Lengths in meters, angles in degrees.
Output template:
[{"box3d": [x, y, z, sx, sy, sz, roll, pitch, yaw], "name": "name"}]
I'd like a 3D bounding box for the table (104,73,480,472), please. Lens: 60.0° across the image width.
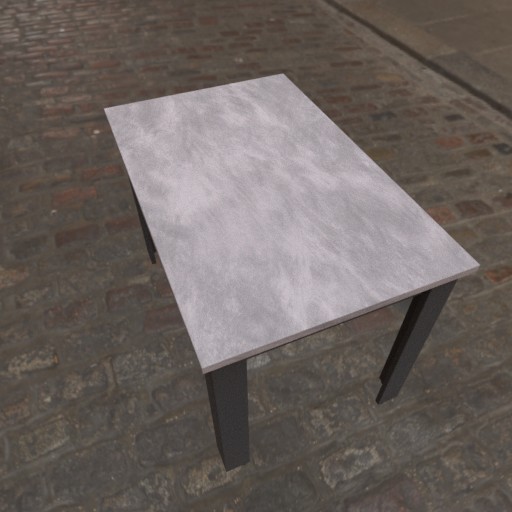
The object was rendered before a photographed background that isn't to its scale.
[{"box3d": [0.000, 0.000, 1.580, 0.700, 0.734, 1.100, -17, 49, -15], "name": "table"}]
